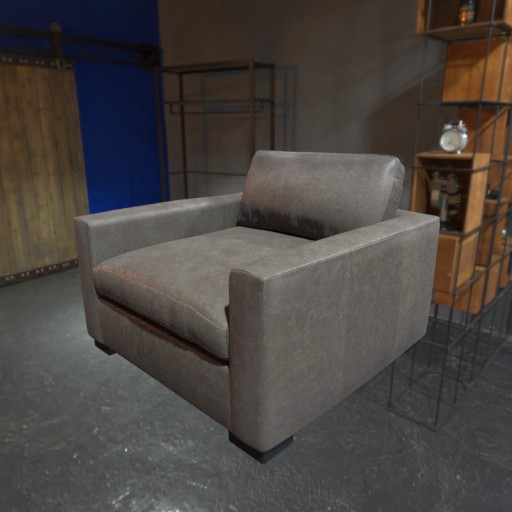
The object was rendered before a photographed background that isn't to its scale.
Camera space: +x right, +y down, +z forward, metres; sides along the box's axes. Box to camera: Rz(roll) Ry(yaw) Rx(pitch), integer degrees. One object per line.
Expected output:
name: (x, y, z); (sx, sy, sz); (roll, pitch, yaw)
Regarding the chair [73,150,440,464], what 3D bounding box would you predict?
chair: (0.000, 0.000, 1.822); (1.106, 0.807, 1.080); (16, 23, 42)
